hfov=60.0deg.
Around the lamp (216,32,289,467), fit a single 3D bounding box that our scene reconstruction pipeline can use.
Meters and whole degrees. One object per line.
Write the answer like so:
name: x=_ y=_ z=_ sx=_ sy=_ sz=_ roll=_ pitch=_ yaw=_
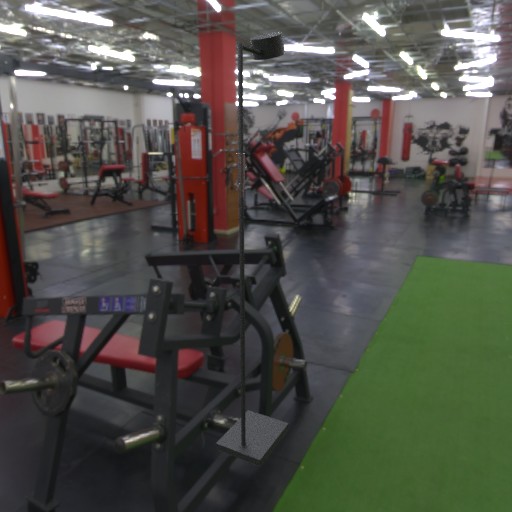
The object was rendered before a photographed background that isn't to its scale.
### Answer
lamp: x=0.000 y=0.000 z=1.685 sx=0.203 sy=1.600 sz=0.304 roll=8 pitch=17 yaw=28
